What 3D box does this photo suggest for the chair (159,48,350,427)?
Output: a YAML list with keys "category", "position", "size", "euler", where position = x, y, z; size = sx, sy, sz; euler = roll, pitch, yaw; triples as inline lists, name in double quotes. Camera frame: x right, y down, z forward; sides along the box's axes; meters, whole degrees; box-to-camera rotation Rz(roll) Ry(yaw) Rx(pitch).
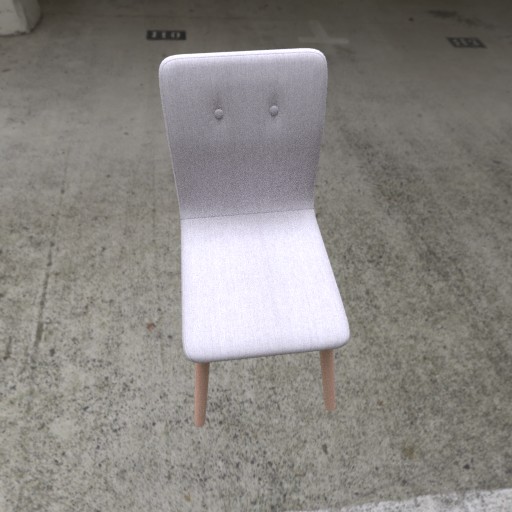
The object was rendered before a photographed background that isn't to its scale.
- category: "chair"
  position: [0.000, 0.000, 1.204]
  size: [0.435, 0.885, 0.550]
  euler: [-5, 47, -5]
